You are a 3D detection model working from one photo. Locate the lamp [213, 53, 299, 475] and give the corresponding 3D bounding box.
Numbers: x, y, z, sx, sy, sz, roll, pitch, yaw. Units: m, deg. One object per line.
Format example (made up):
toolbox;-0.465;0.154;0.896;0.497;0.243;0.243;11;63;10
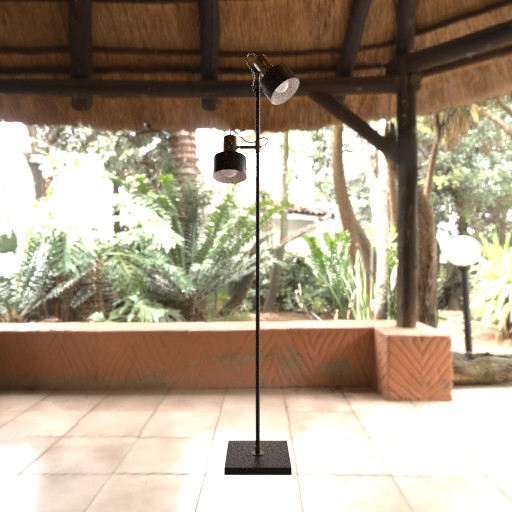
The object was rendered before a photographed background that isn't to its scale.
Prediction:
lamp;0.000;0.000;1.640;0.315;1.505;0.233;0;-1;0
